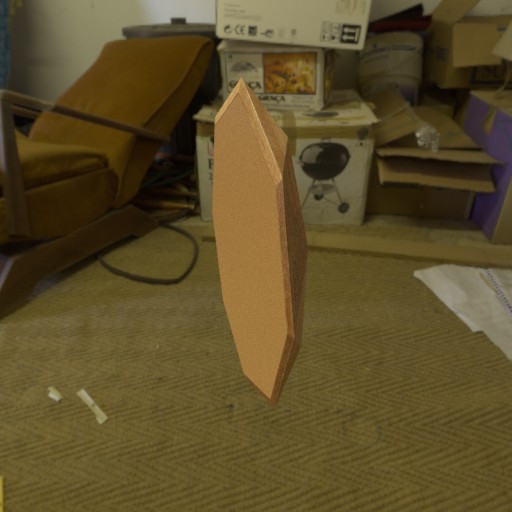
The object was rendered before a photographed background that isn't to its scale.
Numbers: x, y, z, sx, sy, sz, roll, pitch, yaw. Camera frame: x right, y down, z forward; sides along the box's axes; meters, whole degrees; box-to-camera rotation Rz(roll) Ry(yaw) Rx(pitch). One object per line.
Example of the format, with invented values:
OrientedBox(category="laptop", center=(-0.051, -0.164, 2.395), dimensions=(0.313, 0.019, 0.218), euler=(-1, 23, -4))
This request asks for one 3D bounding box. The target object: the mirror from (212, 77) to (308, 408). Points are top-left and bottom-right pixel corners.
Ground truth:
OrientedBox(category="mirror", center=(0.000, 0.000, 1.019), dimensions=(0.070, 0.774, 0.577), euler=(-10, 32, -16))
